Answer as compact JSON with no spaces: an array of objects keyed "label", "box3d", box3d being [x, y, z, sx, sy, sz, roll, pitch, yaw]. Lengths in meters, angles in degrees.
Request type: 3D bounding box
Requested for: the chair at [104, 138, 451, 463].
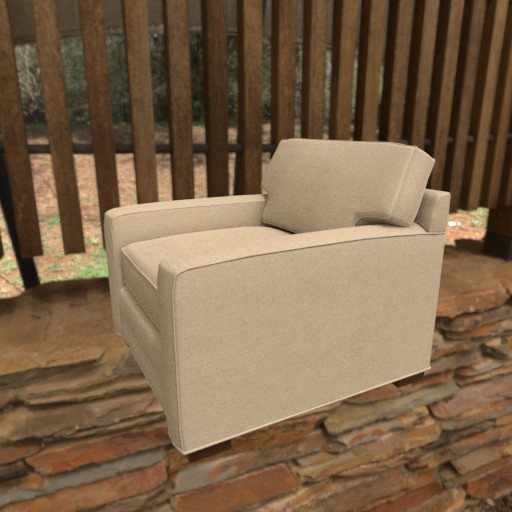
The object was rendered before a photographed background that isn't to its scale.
[{"label":"chair","box3d":[0.000,0.000,1.820,1.043,0.913,0.998,-8,18,-27]}]
